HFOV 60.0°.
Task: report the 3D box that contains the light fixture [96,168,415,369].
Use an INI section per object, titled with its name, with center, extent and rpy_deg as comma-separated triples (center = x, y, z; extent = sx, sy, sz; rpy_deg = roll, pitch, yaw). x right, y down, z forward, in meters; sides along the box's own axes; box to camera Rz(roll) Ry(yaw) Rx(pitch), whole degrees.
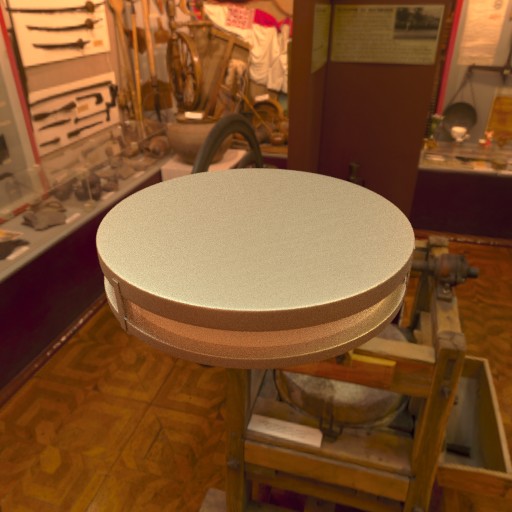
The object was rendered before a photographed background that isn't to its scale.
[light fixture]
center = 0.000, 0.000, 0.540
extent = 0.356, 0.102, 0.356
rpy_deg = 0, 30, 0
